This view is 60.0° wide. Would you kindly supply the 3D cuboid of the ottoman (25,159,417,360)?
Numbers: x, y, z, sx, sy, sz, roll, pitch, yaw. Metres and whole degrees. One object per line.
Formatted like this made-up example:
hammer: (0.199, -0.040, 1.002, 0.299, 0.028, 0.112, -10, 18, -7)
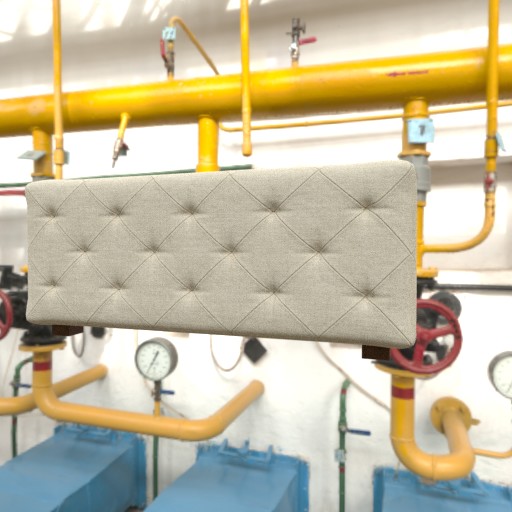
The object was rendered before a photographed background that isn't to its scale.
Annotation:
ottoman: (0.000, 0.000, 1.548, 1.028, 0.439, 1.028, 0, 1, 18)
